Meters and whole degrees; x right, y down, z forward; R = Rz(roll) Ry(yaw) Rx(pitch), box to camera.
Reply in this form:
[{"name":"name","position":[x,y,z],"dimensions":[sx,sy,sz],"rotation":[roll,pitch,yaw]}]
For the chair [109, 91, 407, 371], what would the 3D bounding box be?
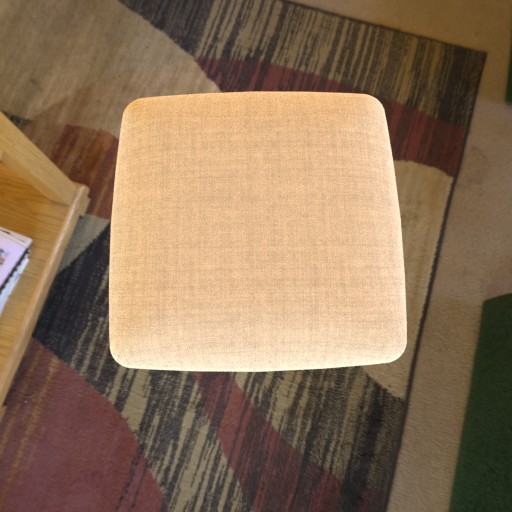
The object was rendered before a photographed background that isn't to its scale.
[{"name":"chair","position":[0.000,0.000,0.706],"dimensions":[0.350,0.440,0.350],"rotation":[-1,76,0]}]
